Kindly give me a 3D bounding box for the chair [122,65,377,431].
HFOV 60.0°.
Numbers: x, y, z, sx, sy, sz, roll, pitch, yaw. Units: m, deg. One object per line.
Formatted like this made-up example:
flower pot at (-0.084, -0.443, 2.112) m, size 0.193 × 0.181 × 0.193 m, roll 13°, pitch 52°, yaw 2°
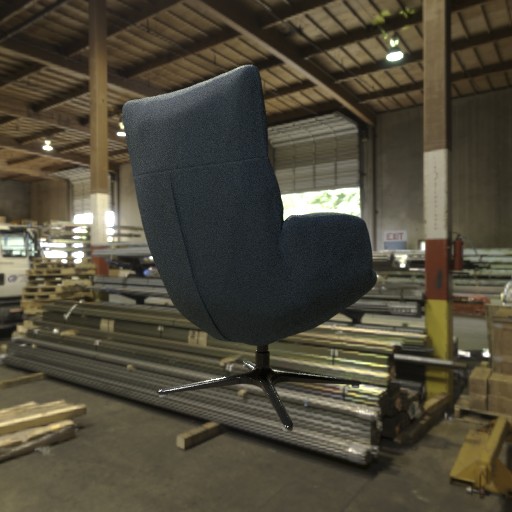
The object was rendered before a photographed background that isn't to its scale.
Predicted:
chair at (0.000, 0.000, 1.623) m, size 0.711 × 1.016 × 0.889 m, roll 0°, pitch 1°, yaw 35°
